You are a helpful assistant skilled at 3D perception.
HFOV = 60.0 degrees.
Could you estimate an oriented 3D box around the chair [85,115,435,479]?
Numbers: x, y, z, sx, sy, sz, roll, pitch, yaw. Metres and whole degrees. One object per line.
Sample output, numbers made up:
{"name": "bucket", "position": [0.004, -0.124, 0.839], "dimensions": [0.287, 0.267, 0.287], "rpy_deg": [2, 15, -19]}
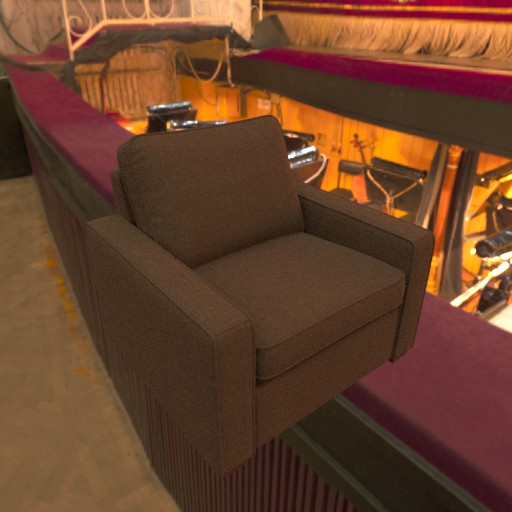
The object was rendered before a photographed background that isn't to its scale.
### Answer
{"name": "chair", "position": [0.000, 0.000, 1.729], "dimensions": [1.017, 0.919, 0.940], "rpy_deg": [-21, 35, -33]}
